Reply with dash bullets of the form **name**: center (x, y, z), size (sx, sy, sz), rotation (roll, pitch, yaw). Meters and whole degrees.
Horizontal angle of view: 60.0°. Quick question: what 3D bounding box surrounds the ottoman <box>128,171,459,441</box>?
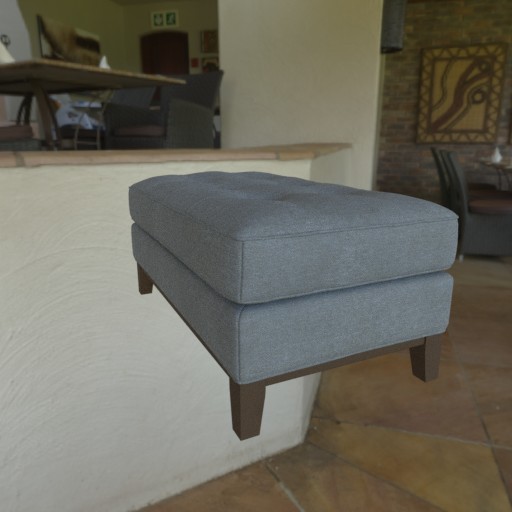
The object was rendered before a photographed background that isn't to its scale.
- **ottoman**: center (0.000, 0.000, 1.507), size (0.648, 0.514, 1.143), rotation (-7, 17, -25)
